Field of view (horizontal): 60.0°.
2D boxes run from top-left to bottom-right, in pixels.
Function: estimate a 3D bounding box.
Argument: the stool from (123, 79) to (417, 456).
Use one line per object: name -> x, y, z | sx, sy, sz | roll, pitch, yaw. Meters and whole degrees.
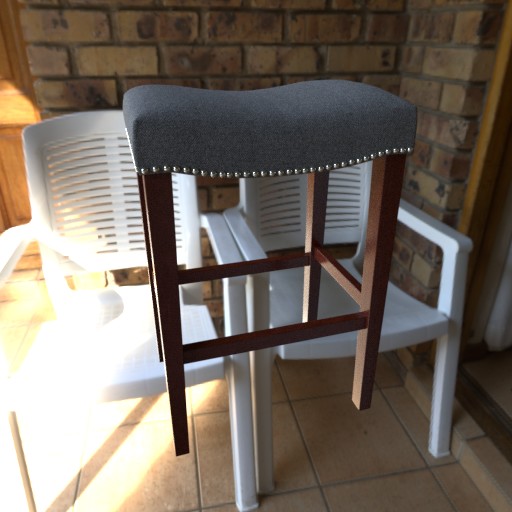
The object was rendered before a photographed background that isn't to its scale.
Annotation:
stool -> 0.000, 0.000, 1.022 | 0.504, 0.742, 0.372 | -8, 27, -15
